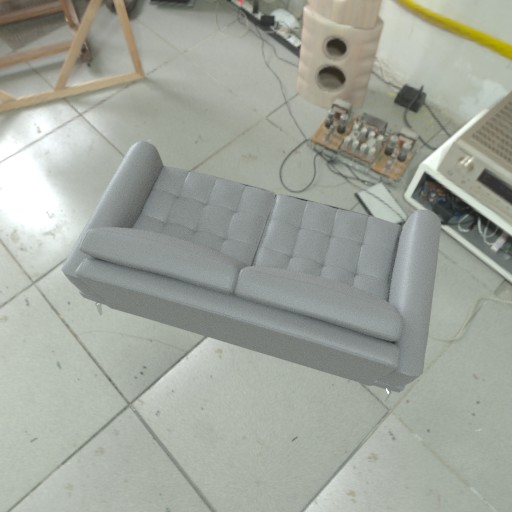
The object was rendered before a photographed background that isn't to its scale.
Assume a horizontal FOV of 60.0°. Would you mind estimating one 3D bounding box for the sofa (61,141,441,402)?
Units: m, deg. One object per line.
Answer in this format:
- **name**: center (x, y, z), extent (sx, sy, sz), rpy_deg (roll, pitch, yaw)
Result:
- **sofa**: center (0.000, 0.000, 2.840), extent (2.177, 0.930, 1.121), rpy_deg (15, 64, 8)
